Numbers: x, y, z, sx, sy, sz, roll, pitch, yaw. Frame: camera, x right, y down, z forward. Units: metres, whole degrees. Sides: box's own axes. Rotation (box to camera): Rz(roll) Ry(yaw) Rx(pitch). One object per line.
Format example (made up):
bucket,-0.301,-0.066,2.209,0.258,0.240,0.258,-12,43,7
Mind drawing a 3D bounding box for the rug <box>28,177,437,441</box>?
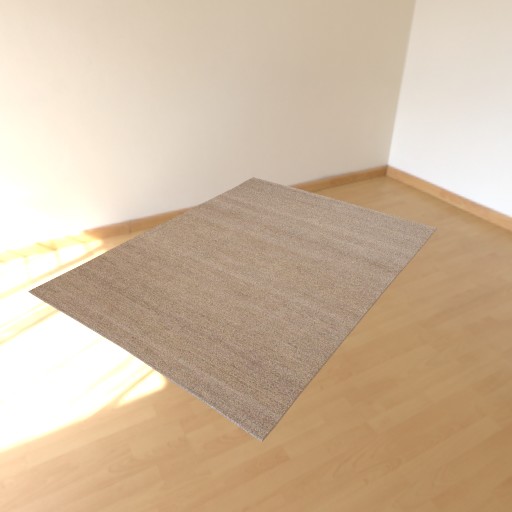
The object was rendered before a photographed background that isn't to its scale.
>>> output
rug,0.000,0.000,4.274,2.467,0.046,3.245,21,38,30
